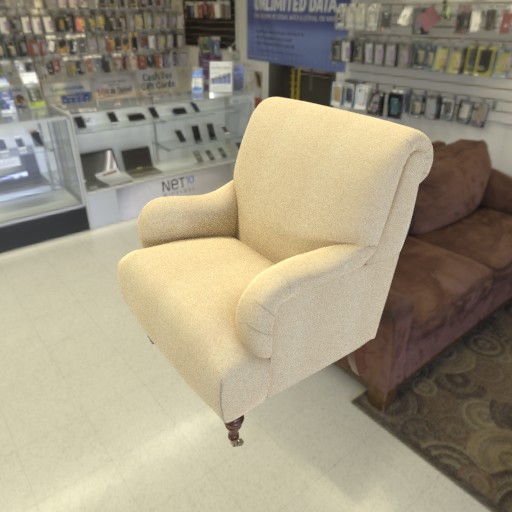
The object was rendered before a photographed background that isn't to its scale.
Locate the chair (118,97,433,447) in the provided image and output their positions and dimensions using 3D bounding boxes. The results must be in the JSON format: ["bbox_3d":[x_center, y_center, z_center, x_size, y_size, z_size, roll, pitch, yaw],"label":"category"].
[{"bbox_3d":[0.000,0.000,1.578,0.842,0.944,0.766,-20,35,-31],"label":"chair"}]
